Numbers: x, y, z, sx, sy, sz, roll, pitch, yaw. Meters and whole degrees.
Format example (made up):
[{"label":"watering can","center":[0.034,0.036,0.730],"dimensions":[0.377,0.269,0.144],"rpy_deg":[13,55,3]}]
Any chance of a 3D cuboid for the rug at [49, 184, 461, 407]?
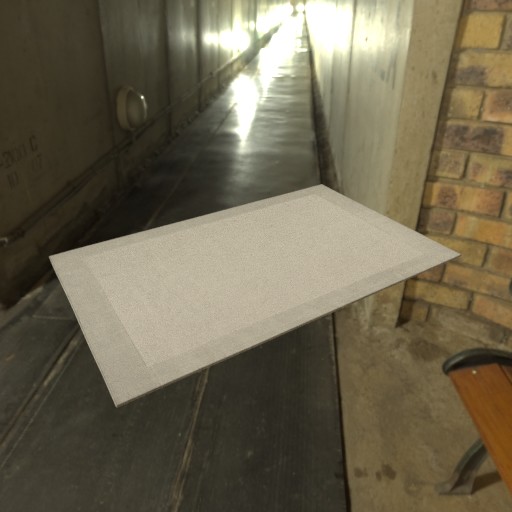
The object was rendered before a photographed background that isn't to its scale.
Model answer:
[{"label":"rug","center":[0.000,0.000,3.081],"dimensions":[2.438,0.014,1.524],"rpy_deg":[-18,36,-27]}]
